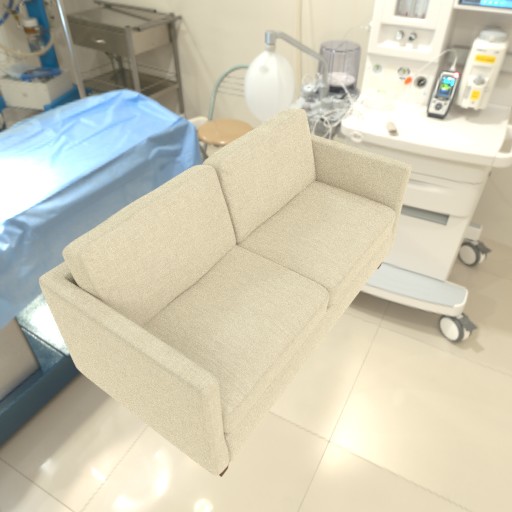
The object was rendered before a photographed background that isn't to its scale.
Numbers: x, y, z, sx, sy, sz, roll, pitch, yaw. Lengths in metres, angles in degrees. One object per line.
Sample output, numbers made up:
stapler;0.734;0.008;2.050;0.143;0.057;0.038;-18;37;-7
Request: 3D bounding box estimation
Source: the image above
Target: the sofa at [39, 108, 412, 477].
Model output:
sofa;0.000;0.000;2.360;0.950;0.963;1.838;25;47;26
